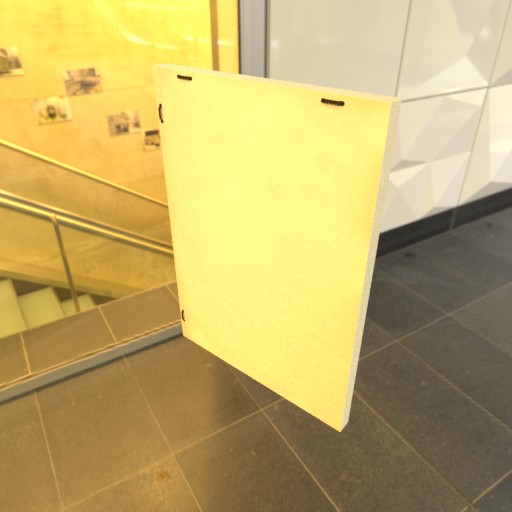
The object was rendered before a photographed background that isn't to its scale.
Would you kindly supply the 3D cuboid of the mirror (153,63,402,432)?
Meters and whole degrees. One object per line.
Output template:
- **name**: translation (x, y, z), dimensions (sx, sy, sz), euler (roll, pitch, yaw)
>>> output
- **mirror**: translation (0.000, 0.000, 0.945), dimensions (0.507, 0.710, 0.040), euler (23, 38, 32)
